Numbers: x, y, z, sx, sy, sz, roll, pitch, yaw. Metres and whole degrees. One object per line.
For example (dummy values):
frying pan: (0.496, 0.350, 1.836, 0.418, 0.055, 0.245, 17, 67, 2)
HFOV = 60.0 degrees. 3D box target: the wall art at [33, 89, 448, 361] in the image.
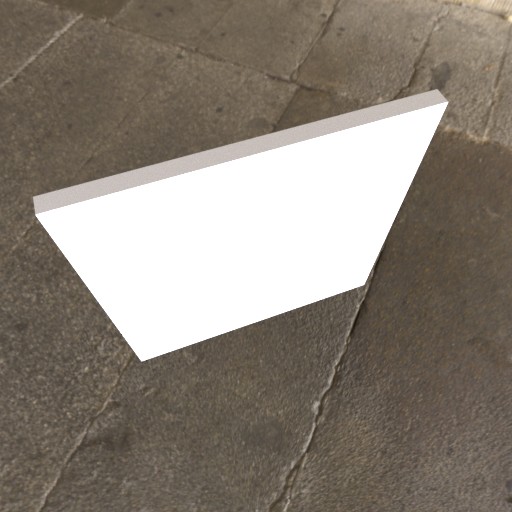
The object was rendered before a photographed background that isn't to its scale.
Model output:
wall art: (0.000, 0.000, 0.814, 0.559, 0.559, 0.028, -18, 61, -10)
